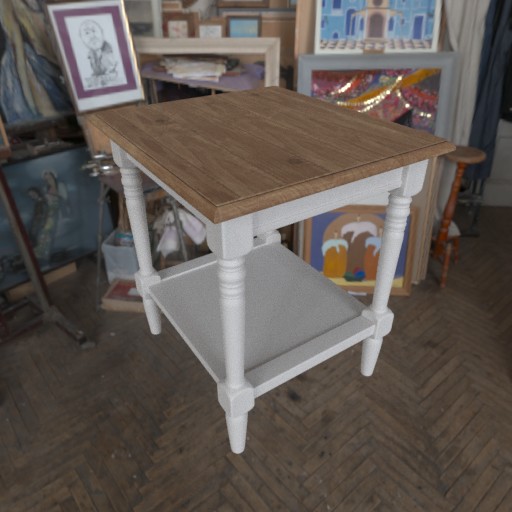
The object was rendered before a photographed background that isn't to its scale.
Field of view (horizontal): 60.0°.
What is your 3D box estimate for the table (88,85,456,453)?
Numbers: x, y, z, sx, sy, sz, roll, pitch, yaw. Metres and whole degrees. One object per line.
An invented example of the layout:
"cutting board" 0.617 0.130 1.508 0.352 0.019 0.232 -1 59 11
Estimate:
"table" 0.000 0.000 0.949 0.457 0.561 0.508 -20 38 -28
